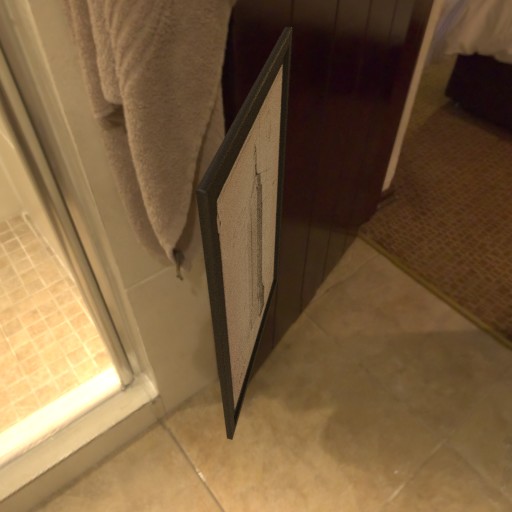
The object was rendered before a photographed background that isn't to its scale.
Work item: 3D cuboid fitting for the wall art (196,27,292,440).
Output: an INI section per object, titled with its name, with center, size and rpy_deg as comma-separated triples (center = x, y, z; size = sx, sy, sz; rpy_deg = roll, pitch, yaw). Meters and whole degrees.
[wall art]
center = 0.000, 0.000, 0.839
size = 0.012, 0.661, 0.451
rpy_deg = 10, 48, 10
